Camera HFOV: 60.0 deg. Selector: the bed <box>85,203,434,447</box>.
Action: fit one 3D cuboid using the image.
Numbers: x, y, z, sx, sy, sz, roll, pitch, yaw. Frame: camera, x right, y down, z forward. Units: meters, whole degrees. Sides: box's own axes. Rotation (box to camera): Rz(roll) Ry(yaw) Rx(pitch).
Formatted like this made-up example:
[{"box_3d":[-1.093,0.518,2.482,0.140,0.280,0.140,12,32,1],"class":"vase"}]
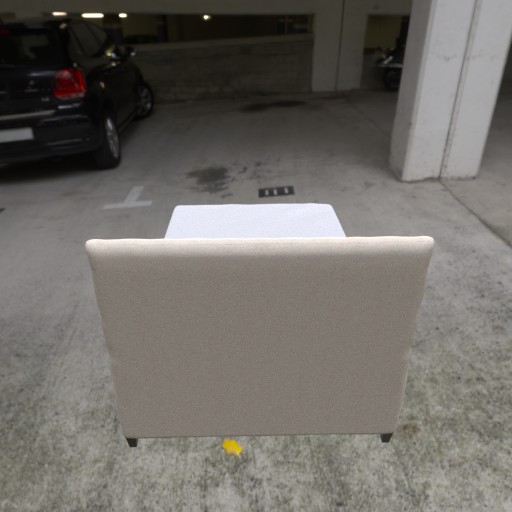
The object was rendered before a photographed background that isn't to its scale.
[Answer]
[{"box_3d":[0.000,0.000,3.462,1.698,1.427,2.387,-1,29,-1],"class":"bed"}]
